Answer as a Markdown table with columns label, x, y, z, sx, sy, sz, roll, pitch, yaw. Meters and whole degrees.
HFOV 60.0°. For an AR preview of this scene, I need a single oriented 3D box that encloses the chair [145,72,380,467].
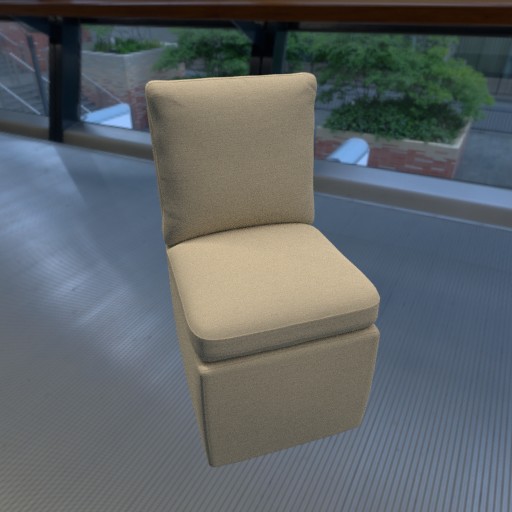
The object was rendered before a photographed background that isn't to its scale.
| label | x | y | z | sx | sy | sz | roll | pitch | yaw |
| --- | --- | --- | --- | --- | --- | --- | --- | --- | --- |
| chair | 0.000 | 0.000 | 1.307 | 0.503 | 0.927 | 0.698 | -9 | 33 | -15 |
